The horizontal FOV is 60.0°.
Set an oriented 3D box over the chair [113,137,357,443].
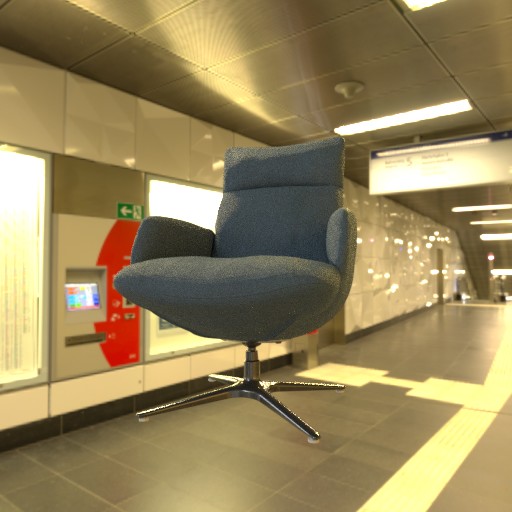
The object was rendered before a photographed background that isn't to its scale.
[{"bbox_3d":[0.000,0.000,1.569,0.711,1.016,0.889,-1,-2,19],"label":"chair"}]
